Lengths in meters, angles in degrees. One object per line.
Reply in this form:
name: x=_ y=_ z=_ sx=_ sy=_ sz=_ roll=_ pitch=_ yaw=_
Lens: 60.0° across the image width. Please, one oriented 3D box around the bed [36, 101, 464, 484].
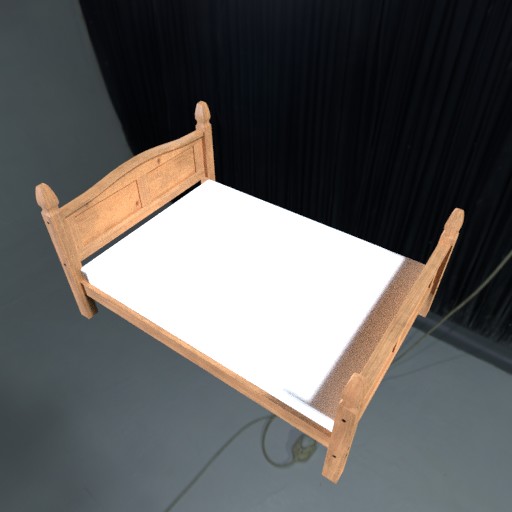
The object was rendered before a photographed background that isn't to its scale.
bed: x=0.000 y=0.000 z=2.875 sx=2.069 sy=1.100 sz=1.490 roll=25 pitch=47 yaw=25
